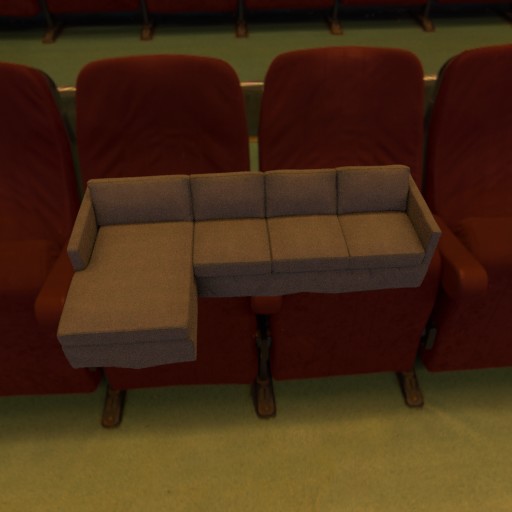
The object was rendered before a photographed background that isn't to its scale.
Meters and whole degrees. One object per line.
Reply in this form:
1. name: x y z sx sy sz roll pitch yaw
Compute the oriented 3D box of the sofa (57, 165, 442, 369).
1. sofa: 0.000 0.000 3.980 3.205 0.922 1.650 -3 45 -3
